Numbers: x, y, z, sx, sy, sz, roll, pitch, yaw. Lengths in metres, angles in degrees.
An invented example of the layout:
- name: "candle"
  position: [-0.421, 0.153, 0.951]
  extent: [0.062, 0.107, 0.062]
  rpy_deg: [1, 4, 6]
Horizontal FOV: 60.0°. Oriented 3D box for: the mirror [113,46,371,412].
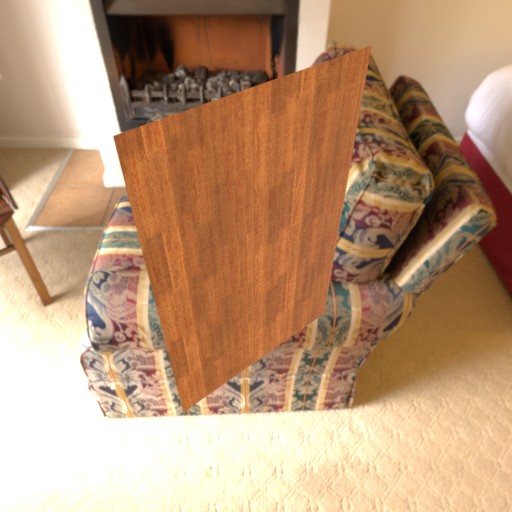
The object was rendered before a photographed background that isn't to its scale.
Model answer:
- name: "mirror"
  position: [0.000, 0.000, 1.255]
  extent: [0.651, 1.010, 0.047]
  rpy_deg: [-30, 52, -26]
